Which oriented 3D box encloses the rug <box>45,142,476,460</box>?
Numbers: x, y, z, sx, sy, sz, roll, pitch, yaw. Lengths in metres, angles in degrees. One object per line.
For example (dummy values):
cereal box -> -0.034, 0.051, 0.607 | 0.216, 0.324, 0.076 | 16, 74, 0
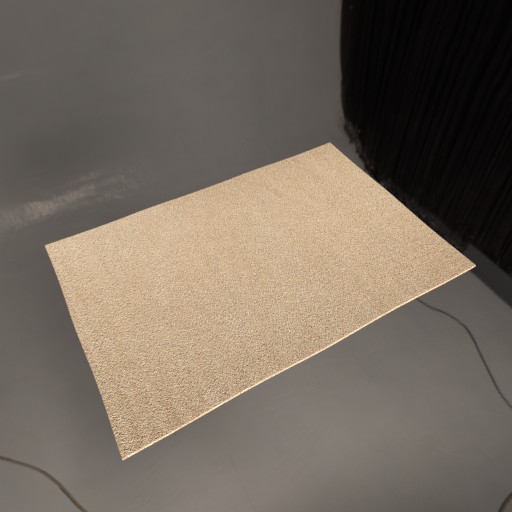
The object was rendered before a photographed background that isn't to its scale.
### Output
rug -> 0.000, 0.000, 3.336 | 2.699, 0.025, 1.800 | -24, 53, -19
